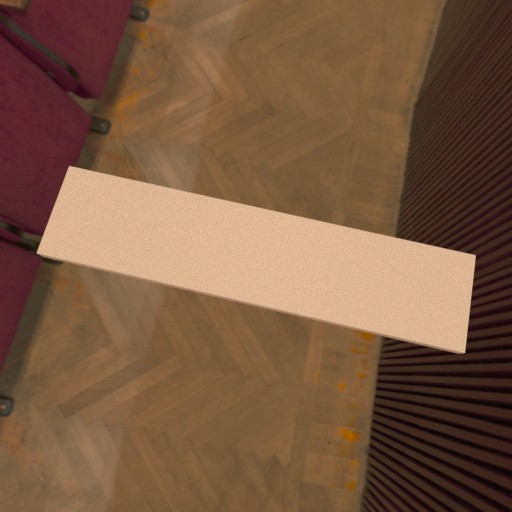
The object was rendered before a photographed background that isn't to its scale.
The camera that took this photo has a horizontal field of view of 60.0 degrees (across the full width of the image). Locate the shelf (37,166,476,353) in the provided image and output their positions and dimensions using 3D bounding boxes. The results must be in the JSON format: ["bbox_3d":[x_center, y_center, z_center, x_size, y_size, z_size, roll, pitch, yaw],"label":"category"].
[{"bbox_3d":[0.000,0.000,0.640,0.610,0.020,0.140,13,76,3],"label":"shelf"}]
